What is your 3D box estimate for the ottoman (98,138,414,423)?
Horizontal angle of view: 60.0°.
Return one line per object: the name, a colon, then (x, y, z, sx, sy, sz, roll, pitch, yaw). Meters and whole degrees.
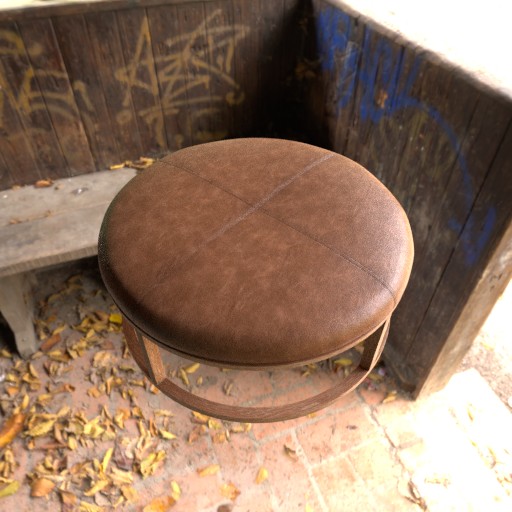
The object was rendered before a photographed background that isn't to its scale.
ottoman: (0.000, 0.000, 1.545, 1.006, 0.445, 1.006, 0, 45, 0)
